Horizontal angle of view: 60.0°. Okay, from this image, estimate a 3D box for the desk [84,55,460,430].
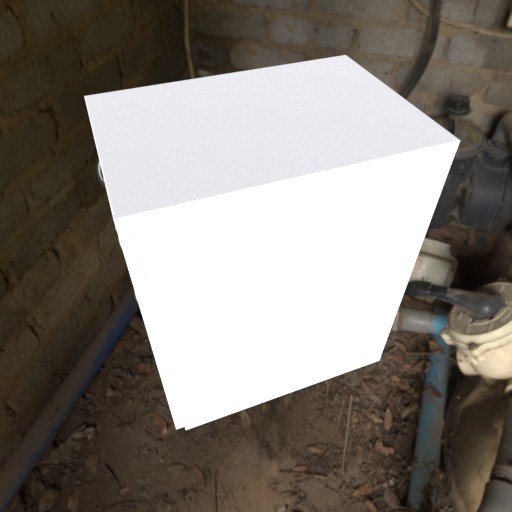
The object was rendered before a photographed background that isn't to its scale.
[{"bbox_3d":[0.000,0.000,1.079,0.600,0.730,0.404,-15,47,-15],"label":"desk"}]
